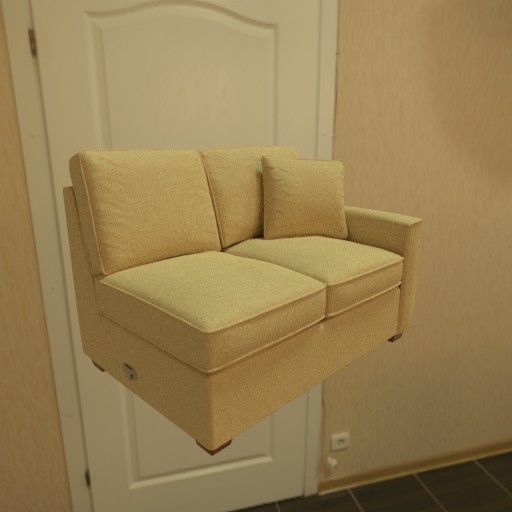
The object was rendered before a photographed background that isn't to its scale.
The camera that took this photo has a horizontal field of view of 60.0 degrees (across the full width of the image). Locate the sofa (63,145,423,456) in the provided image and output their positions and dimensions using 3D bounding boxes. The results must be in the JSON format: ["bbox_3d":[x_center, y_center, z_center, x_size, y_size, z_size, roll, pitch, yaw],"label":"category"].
[{"bbox_3d":[0.000,0.000,2.076,1.388,0.989,0.991,-15,22,-42],"label":"sofa"}]
